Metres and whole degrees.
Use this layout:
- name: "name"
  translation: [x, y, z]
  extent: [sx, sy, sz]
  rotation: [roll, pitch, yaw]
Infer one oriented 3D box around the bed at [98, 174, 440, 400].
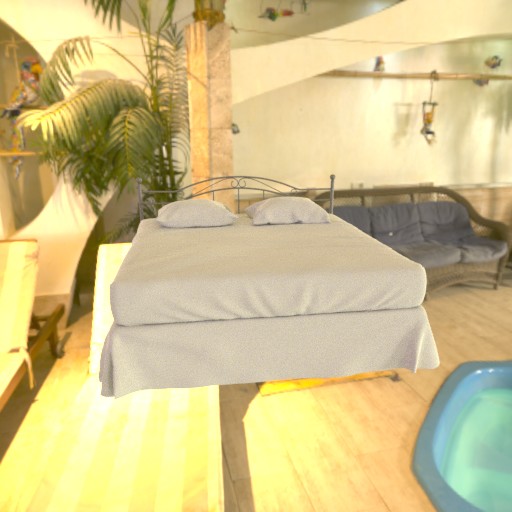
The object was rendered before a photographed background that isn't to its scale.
- name: "bed"
  translation: [0.000, 0.000, 3.636]
  extent: [2.309, 1.080, 2.220]
  rotation: [-2, 16, -8]
